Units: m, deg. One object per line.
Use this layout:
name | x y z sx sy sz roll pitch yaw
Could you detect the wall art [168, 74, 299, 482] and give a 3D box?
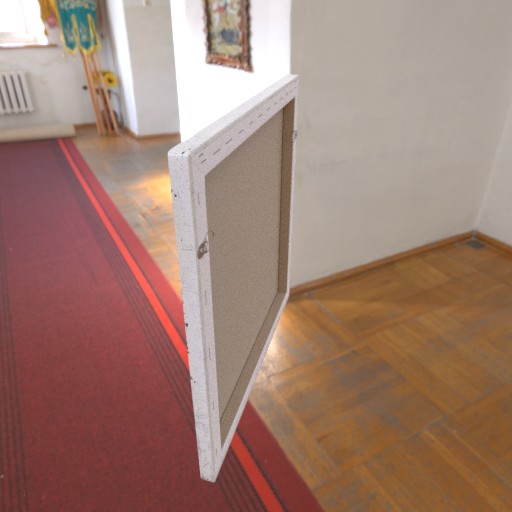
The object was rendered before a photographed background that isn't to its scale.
wall art | 0.000 0.000 1.127 0.038 0.762 0.762 9 31 14
